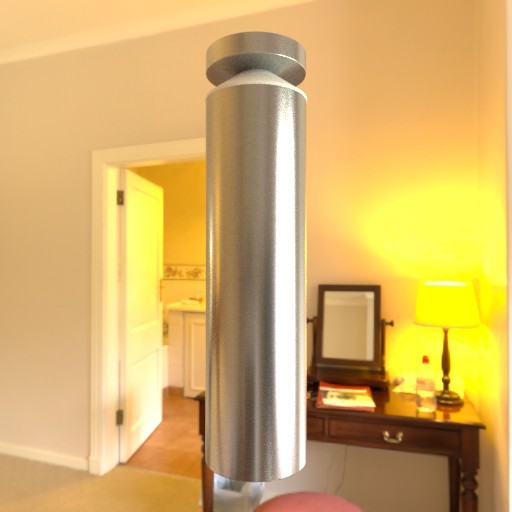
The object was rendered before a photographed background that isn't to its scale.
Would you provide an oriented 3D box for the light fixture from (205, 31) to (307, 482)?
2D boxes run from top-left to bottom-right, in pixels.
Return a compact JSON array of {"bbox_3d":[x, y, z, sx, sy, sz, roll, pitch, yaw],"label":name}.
[{"bbox_3d":[0.000,0.000,0.443,0.102,0.400,0.102,0,-1,-19],"label":"light fixture"}]
